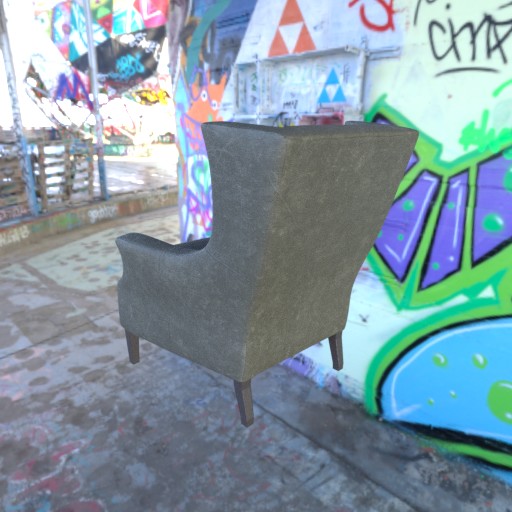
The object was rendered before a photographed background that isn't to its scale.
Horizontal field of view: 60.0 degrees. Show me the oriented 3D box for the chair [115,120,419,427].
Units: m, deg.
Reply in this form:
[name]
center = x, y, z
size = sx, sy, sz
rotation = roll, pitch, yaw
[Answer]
[chair]
center = 0.000, 0.000, 1.741
size = 0.853, 1.016, 0.926
rotation = -16, 23, -41
